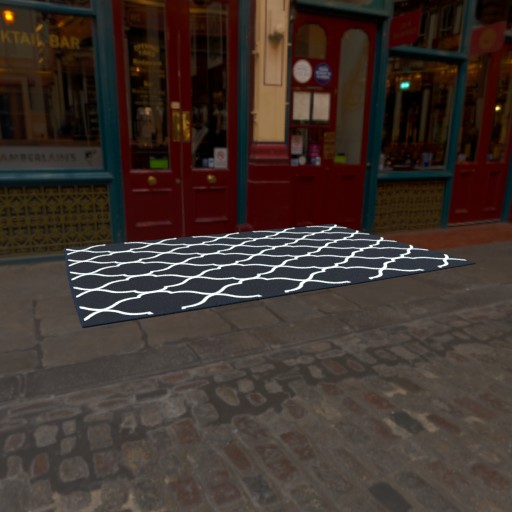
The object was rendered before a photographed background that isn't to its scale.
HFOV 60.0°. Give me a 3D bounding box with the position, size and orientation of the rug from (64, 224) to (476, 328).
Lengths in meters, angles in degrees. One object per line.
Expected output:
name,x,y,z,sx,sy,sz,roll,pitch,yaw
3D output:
rug,0.000,0.000,2.916,2.294,0.014,1.528,-7,16,-25
